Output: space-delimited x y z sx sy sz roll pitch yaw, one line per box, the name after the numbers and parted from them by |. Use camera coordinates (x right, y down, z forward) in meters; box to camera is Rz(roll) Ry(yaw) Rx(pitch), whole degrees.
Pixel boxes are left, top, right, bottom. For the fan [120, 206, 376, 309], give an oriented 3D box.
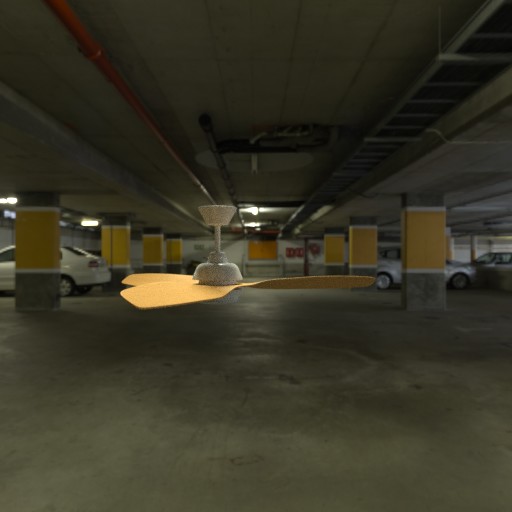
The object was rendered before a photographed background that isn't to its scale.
0.000 0.000 1.695 1.010 0.355 1.142 0 0 -18 | fan
